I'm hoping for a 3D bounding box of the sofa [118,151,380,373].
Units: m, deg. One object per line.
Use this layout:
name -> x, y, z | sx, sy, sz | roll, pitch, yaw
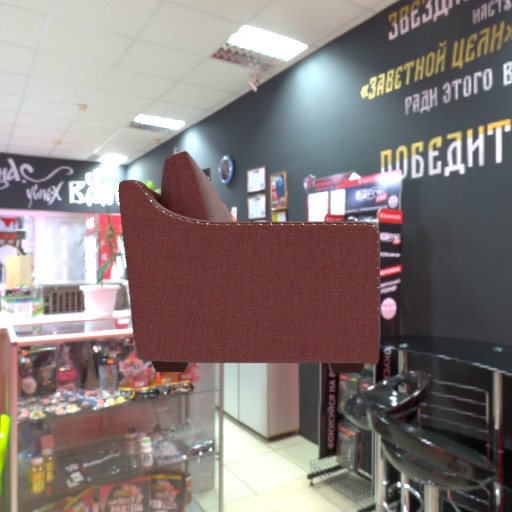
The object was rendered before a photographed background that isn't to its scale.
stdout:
sofa -> 0.000, 0.000, 2.717 | 1.000, 0.857, 2.208 | 0, 0, 1
